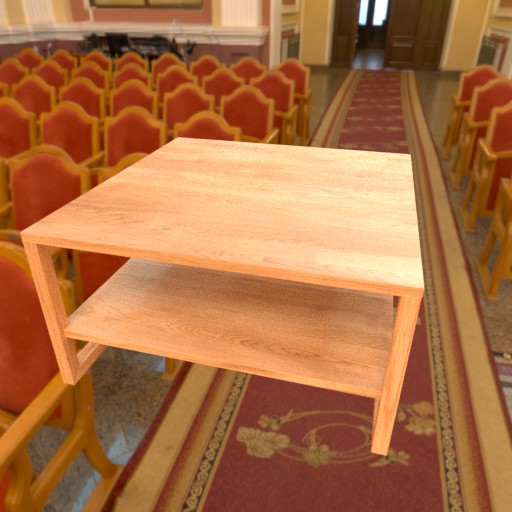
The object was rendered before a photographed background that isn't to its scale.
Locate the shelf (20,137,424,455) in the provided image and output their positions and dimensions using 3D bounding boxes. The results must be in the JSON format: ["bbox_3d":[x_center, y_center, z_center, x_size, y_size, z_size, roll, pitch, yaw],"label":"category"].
[{"bbox_3d":[0.000,0.000,1.427,0.899,0.480,0.899,8,30,13],"label":"shelf"}]
